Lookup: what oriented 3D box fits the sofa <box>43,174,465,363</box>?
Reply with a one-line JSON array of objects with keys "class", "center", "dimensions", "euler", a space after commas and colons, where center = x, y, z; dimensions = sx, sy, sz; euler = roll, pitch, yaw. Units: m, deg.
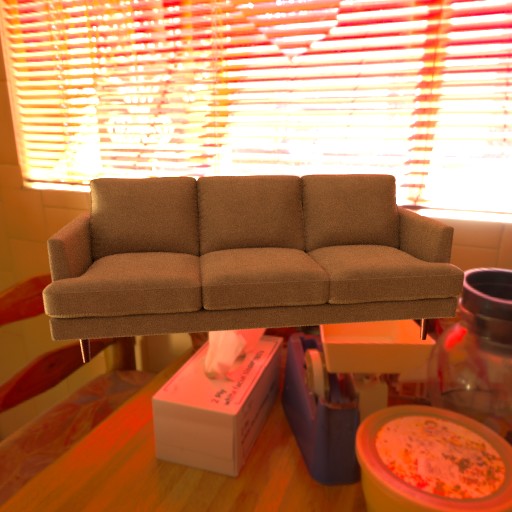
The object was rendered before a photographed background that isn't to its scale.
[{"class": "sofa", "center": [0.000, 0.000, 2.717], "dimensions": [2.246, 0.930, 0.903], "euler": [-2, 16, -8]}]
